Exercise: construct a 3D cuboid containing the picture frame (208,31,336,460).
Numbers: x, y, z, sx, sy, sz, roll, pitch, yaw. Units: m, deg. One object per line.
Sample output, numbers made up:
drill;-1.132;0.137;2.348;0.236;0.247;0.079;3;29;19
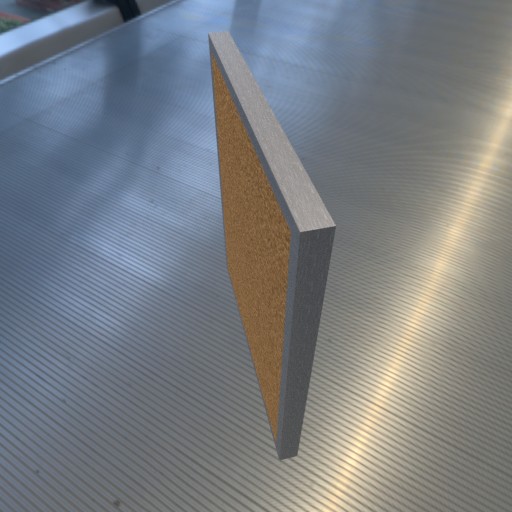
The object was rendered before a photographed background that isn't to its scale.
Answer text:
picture frame;0.000;0.000;0.512;0.027;0.378;0.327;-10;47;-10
